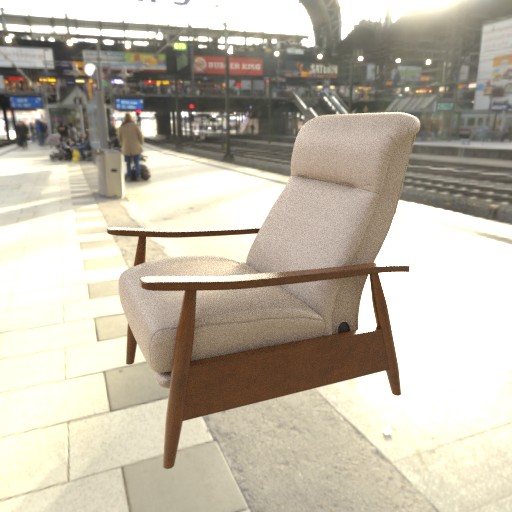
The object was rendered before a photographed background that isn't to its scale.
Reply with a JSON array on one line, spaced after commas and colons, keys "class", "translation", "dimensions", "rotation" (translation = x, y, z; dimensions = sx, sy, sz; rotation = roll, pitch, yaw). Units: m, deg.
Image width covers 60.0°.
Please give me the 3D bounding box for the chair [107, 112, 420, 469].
[{"class": "chair", "translation": [0.000, 0.000, 1.754], "dimensions": [1.030, 1.082, 0.762], "rotation": [-7, 18, -24]}]
